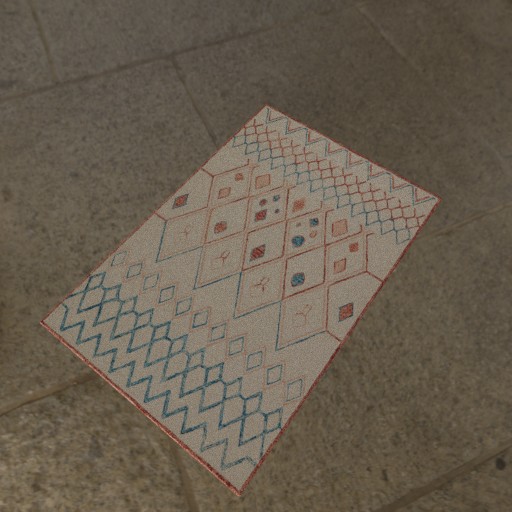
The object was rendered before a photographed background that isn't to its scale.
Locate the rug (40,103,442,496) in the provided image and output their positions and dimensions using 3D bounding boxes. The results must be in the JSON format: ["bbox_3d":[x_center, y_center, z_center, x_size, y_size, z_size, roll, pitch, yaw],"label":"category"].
[{"bbox_3d":[0.000,0.000,2.296,1.219,0.016,1.829,34,67,17],"label":"rug"}]
